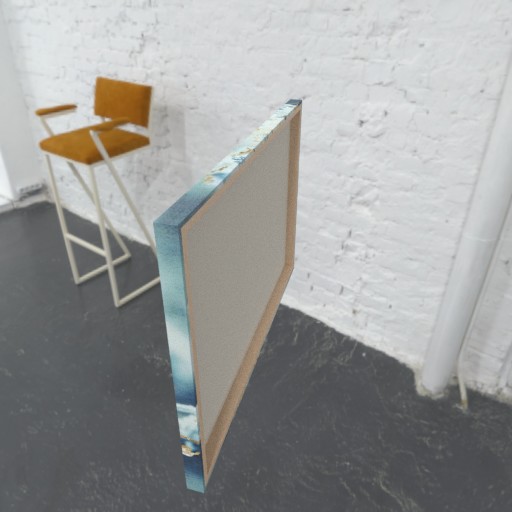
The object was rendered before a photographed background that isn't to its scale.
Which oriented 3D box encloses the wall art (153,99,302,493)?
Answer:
[{"bbox_3d":[0.000,0.000,1.139,0.038,0.608,0.912,8,31,14],"label":"wall art"}]
